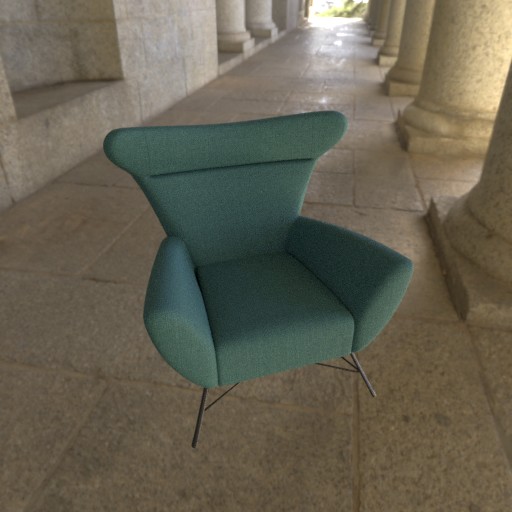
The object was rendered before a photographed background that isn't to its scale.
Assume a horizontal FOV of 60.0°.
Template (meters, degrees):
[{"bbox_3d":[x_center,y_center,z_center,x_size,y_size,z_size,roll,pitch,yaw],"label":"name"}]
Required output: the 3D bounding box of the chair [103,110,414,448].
[{"bbox_3d":[0.000,0.000,1.833,1.050,0.980,0.900,-10,33,-16],"label":"chair"}]
